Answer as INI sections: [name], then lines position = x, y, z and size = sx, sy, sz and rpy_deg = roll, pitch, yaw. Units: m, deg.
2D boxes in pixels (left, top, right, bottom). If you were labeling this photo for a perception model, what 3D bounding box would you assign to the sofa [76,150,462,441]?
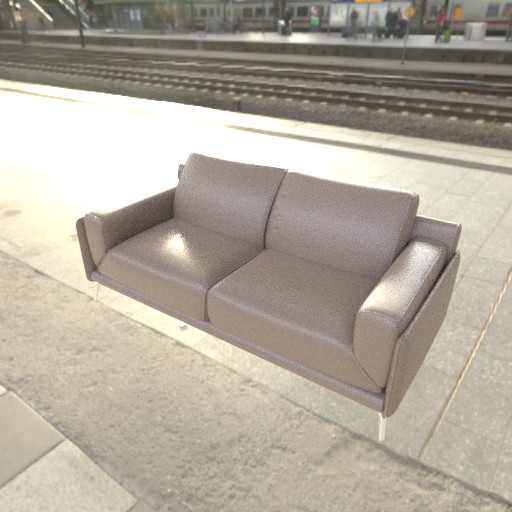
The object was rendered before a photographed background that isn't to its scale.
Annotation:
[sofa]
position = 0.000, 0.000, 2.630
size = 2.101, 0.930, 1.049
rpy_deg = 18, 33, 30
